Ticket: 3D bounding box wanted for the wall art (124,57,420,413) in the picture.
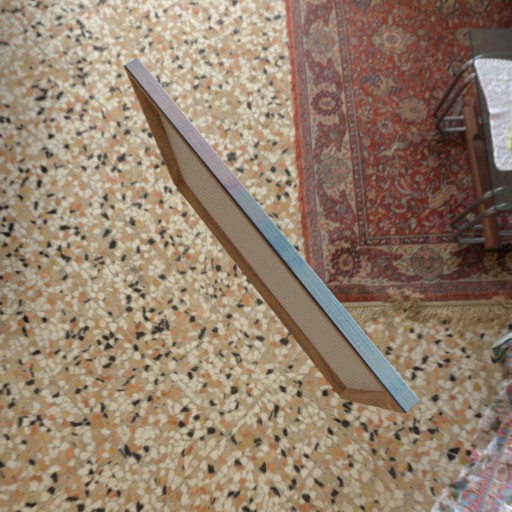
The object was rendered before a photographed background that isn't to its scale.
[{"bbox_3d":[0.000,0.000,1.171,0.037,0.605,0.911,-36,78,-9],"label":"wall art"}]
